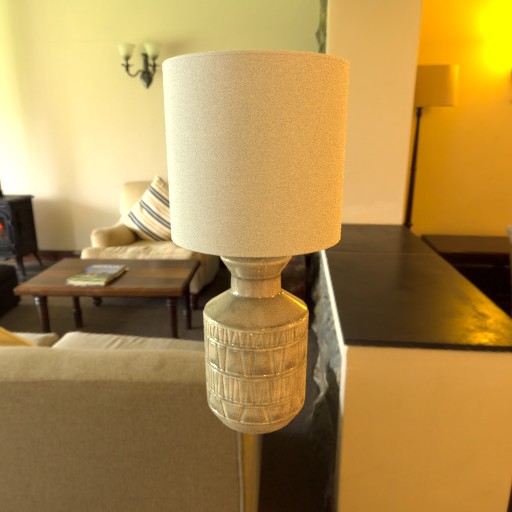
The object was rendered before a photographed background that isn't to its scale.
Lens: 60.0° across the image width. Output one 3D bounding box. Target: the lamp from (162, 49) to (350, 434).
[{"bbox_3d":[0.000,0.000,0.571,0.211,0.455,0.211,-15,21,-42],"label":"lamp"}]
